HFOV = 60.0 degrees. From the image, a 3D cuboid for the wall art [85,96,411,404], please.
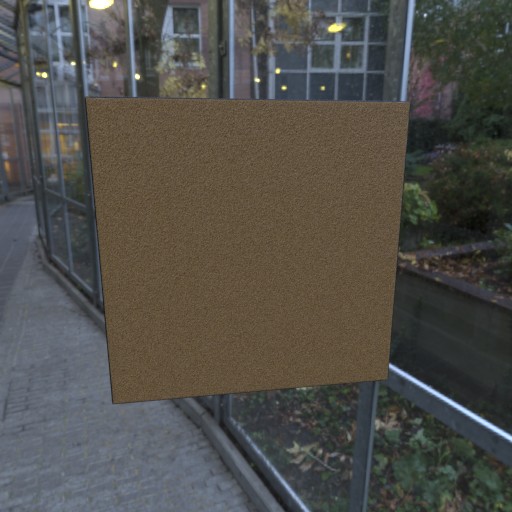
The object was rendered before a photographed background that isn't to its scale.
[{"bbox_3d":[0.000,0.000,0.677,0.456,0.453,0.022,-2,15,-9],"label":"wall art"}]
